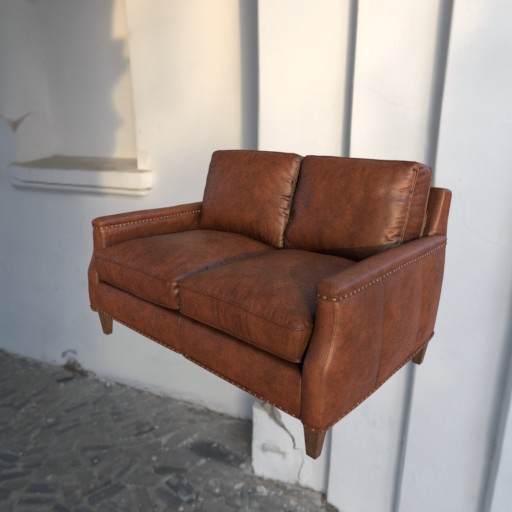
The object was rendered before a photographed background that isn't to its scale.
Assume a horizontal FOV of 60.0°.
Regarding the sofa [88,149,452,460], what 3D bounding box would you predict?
[{"bbox_3d":[0.000,0.000,2.264,1.628,1.003,1.083,15,22,41],"label":"sofa"}]
